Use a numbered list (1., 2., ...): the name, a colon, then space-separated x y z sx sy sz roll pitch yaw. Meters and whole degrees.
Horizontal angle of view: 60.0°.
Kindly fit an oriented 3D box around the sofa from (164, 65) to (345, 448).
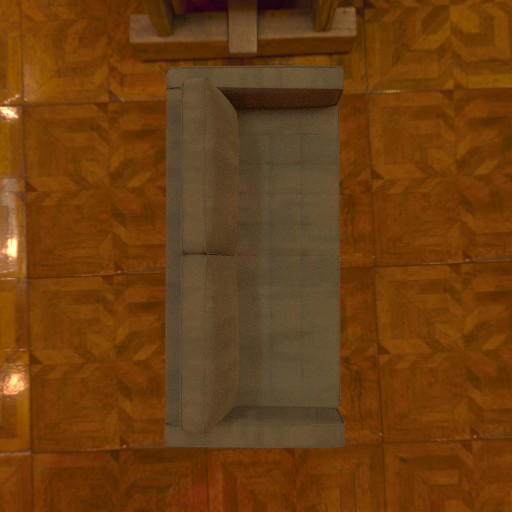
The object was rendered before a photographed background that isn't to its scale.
1. sofa: 0.000 0.000 2.404 0.924 0.825 1.920 0 89 0
